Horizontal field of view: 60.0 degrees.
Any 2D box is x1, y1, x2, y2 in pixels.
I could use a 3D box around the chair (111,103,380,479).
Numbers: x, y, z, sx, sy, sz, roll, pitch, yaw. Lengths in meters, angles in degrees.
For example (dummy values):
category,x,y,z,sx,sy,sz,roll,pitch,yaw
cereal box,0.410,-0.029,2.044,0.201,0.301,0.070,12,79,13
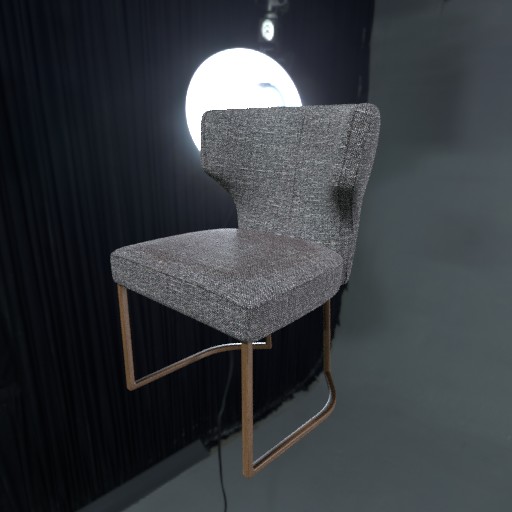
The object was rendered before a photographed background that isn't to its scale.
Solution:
category,x,y,z,sx,sy,sz,roll,pitch,yaw
chair,0.000,0.000,1.256,0.611,0.824,0.617,15,22,42
